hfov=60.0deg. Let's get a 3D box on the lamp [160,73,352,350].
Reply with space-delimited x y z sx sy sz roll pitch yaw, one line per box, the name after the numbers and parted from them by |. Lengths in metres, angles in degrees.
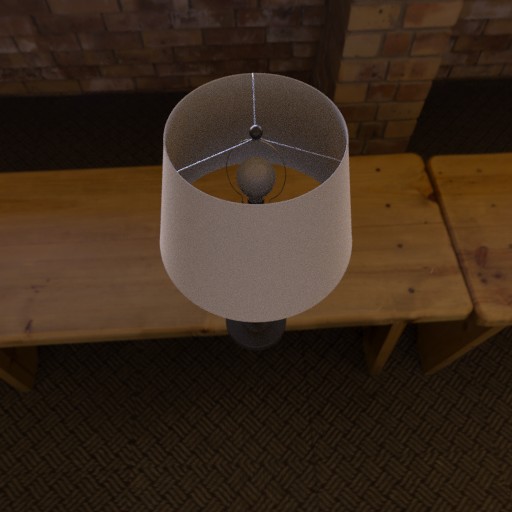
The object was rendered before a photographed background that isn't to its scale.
0.000 0.000 0.915 0.363 0.696 0.363 0 59 0 | lamp
